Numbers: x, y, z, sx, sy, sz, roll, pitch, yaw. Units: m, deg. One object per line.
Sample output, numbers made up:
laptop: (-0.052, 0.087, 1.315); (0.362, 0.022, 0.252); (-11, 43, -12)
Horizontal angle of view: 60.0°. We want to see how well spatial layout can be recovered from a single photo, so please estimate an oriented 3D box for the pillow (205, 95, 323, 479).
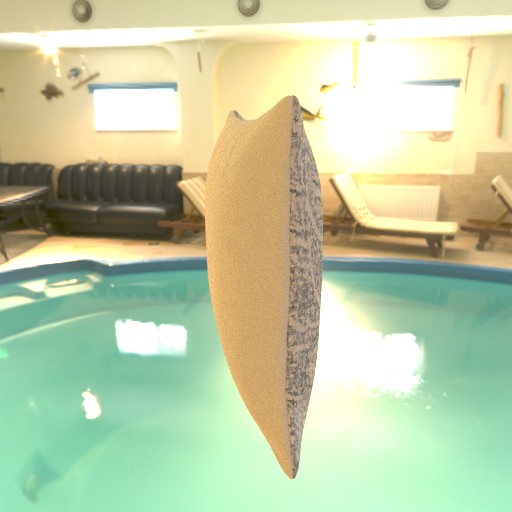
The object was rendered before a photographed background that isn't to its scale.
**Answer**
pillow: (0.000, 0.000, 0.789); (0.166, 0.510, 0.523); (-3, 16, -10)
